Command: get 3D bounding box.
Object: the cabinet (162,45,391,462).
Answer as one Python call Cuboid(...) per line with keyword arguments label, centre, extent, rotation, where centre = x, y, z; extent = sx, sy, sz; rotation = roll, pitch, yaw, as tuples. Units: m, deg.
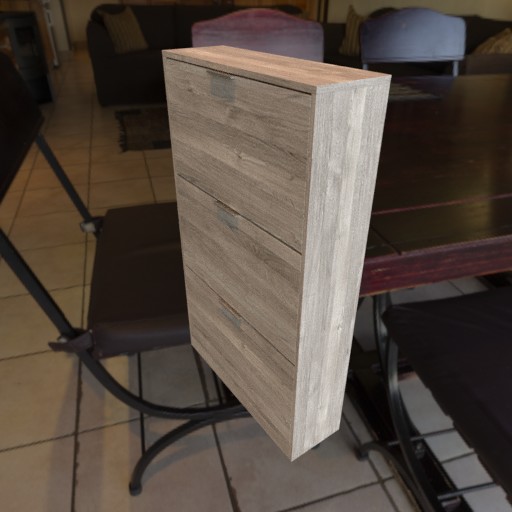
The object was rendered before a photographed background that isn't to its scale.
Cuboid(label="cabinet", centre=(0.000, 0.000, 1.575), extent=(0.250, 1.280, 0.750), rotation=(-20, 37, -30))
